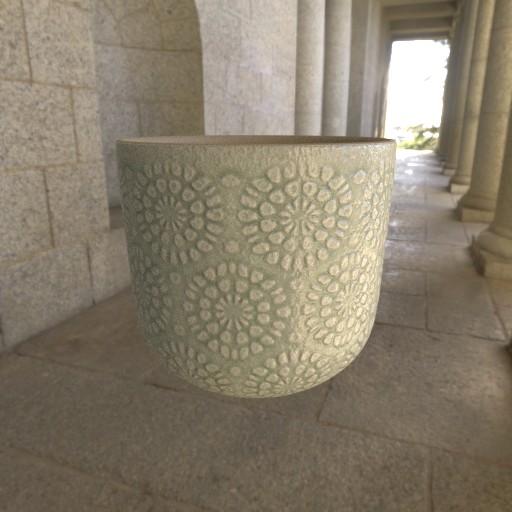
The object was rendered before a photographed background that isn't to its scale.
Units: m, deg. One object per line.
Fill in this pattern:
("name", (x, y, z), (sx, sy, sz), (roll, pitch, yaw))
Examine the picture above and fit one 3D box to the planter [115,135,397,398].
("planter", (0.000, 0.000, 0.299), (0.169, 0.153, 0.169), (0, 17, 0))
